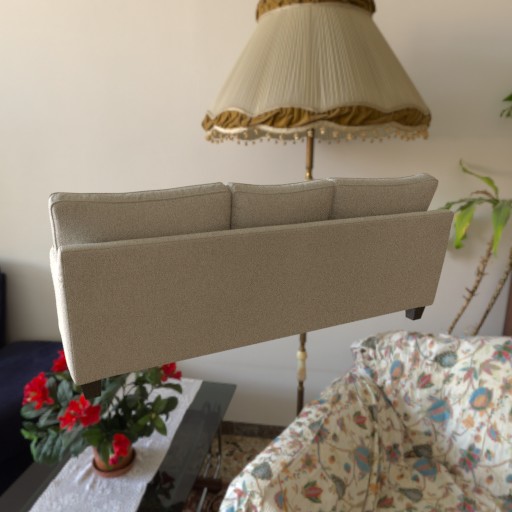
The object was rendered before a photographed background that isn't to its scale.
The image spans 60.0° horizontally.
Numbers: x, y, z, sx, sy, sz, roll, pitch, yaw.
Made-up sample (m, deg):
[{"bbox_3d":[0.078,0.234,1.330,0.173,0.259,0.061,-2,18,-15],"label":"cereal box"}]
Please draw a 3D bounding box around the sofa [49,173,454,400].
[{"bbox_3d":[0.000,0.000,2.778,2.323,0.991,1.016,-7,16,-26],"label":"sofa"}]
